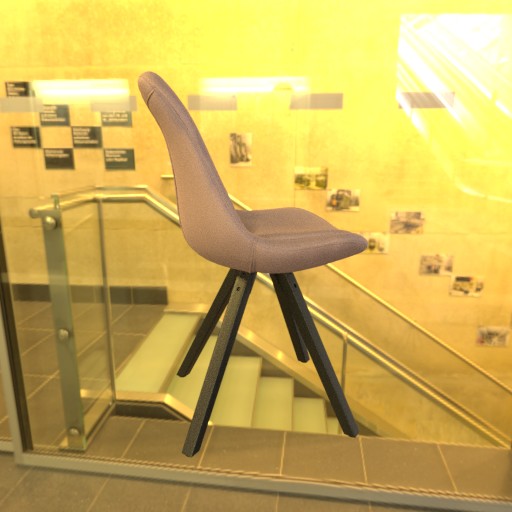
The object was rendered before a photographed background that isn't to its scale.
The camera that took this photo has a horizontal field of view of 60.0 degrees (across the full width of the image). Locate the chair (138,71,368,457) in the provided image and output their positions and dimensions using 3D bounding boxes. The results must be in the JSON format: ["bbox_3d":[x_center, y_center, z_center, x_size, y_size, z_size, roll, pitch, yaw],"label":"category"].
[{"bbox_3d":[0.000,0.000,1.175,0.547,0.865,0.483,-3,15,-11],"label":"chair"}]
